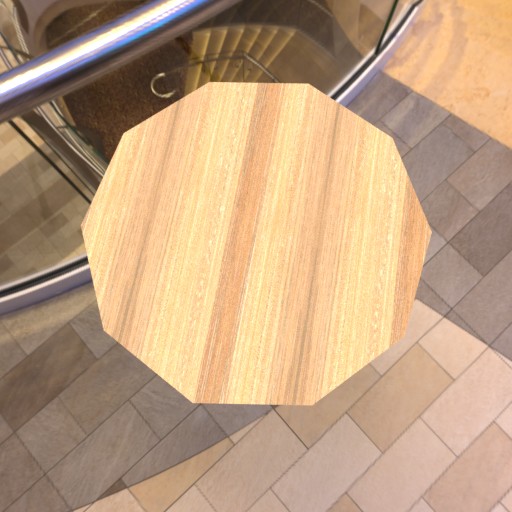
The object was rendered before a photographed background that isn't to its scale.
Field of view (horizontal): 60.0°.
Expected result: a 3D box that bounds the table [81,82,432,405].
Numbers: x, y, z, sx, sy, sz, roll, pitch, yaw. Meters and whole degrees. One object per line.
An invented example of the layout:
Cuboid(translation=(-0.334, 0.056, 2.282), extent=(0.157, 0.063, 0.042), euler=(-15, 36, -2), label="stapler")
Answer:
Cuboid(translation=(0.000, 0.000, 1.863), extent=(1.186, 0.752, 1.186), euler=(0, 76, 0), label="table")
